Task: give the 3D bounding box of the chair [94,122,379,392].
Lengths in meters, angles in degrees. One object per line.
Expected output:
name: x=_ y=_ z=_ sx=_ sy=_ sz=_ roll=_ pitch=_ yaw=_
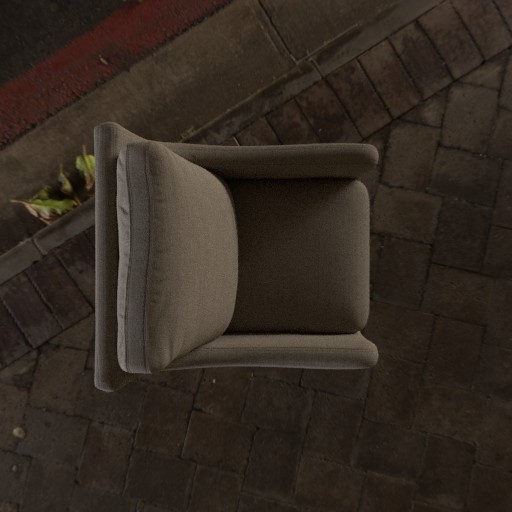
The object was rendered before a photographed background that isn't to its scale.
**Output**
chair: x=0.000 y=0.000 z=1.350 sx=0.694 sy=0.914 sz=0.626 roll=0 pitch=90 yaw=1
